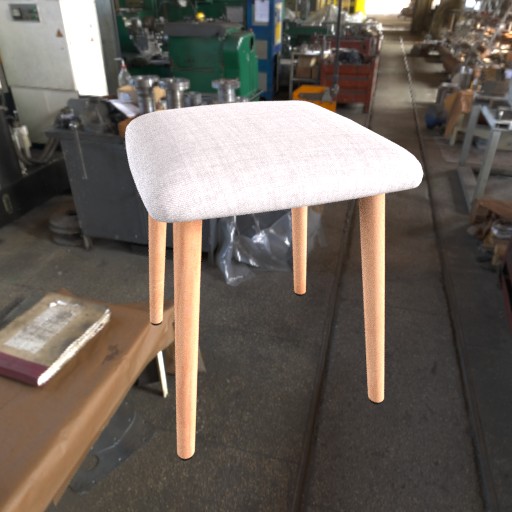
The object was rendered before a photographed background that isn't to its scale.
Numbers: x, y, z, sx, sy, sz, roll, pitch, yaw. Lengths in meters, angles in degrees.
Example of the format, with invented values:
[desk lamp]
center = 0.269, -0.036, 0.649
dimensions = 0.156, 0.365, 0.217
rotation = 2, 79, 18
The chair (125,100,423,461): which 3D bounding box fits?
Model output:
[chair]
center = 0.000, 0.000, 0.715
dimensions = 0.350, 0.440, 0.350
rotation = -10, 32, -16
